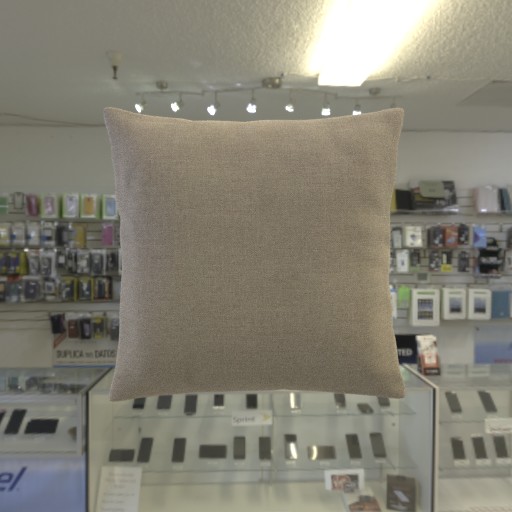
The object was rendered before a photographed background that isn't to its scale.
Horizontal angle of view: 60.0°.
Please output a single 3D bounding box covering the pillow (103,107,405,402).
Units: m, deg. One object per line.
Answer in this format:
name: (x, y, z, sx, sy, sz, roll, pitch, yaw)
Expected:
pillow: (0.000, 0.000, 0.771, 0.523, 0.510, 0.166, 0, 1, 0)
